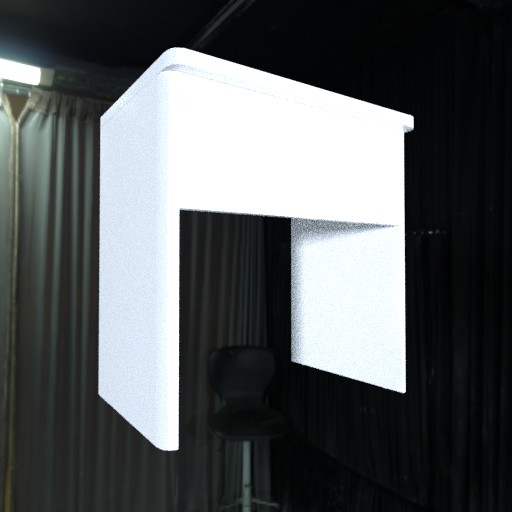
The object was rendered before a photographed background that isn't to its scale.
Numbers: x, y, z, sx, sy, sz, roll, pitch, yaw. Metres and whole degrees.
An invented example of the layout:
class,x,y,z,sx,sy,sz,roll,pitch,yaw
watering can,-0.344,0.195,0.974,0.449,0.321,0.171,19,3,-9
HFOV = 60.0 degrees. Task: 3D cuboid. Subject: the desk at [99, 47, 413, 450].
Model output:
class,x,y,z,sx,sy,sz,roll,pitch,yaw
desk,0.000,0.000,1.287,0.762,0.800,0.549,1,-1,-34
